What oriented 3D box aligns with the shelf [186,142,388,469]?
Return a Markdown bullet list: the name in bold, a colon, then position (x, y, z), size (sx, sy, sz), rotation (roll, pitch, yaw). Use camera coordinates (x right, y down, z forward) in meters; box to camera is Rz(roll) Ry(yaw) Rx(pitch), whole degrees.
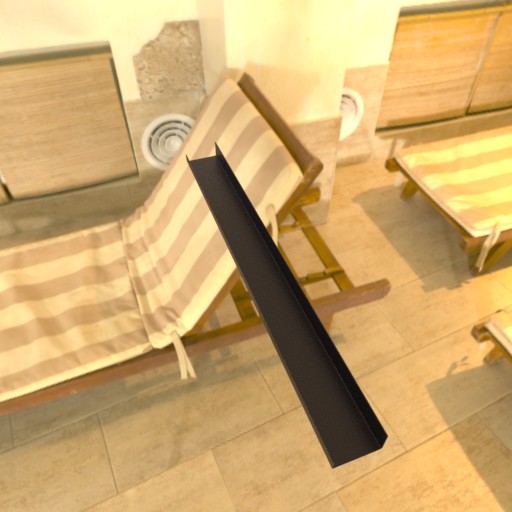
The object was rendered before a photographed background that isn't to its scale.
- **shelf**: position (0.000, 0.000, 0.995), size (0.092, 0.049, 0.924), rotation (-15, 47, -14)
